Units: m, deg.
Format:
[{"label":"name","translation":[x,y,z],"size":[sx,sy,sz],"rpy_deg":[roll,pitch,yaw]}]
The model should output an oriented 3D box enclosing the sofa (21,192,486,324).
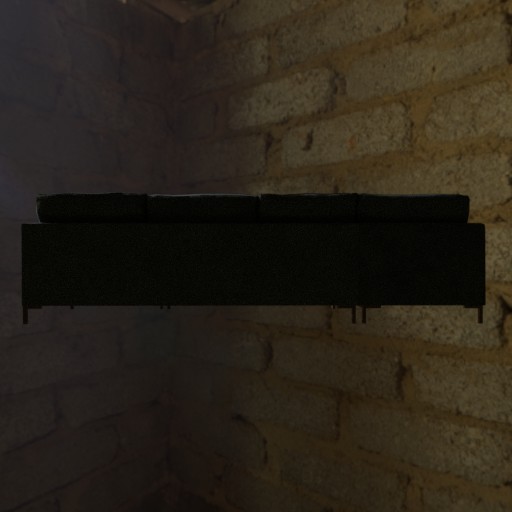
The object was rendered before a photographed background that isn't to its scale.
[{"label":"sofa","translation":[0.000,0.000,3.938],"size":[3.400,0.967,1.500],"rpy_deg":[0,1,0]}]
